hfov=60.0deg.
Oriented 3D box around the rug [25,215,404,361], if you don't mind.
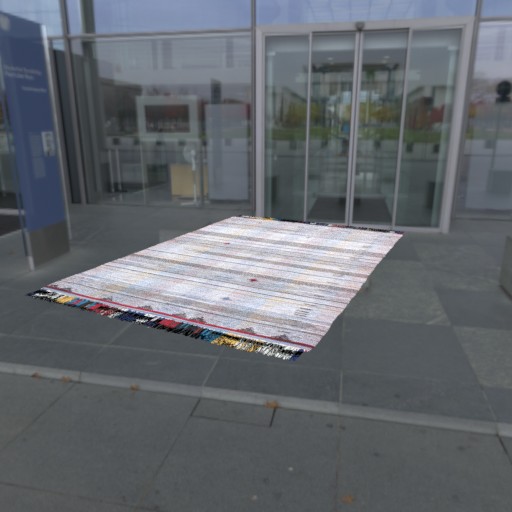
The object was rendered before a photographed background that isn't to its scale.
[{"bbox_3d":[0.000,0.000,2.314,1.217,0.012,1.848,8,19,26],"label":"rug"}]
